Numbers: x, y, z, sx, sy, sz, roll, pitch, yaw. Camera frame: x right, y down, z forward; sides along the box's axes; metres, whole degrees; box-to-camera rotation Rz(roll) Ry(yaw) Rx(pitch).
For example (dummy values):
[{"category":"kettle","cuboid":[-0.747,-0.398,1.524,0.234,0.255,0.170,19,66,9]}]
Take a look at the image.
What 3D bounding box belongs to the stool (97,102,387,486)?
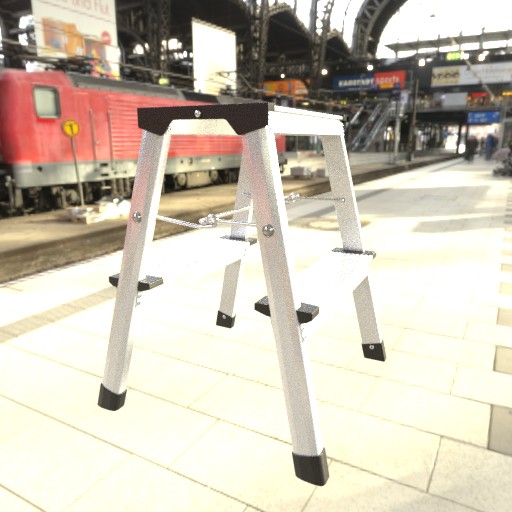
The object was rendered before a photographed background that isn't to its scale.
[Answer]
[{"category":"stool","cuboid":[0.000,0.000,0.775,0.405,0.480,0.404,7,16,26]}]
